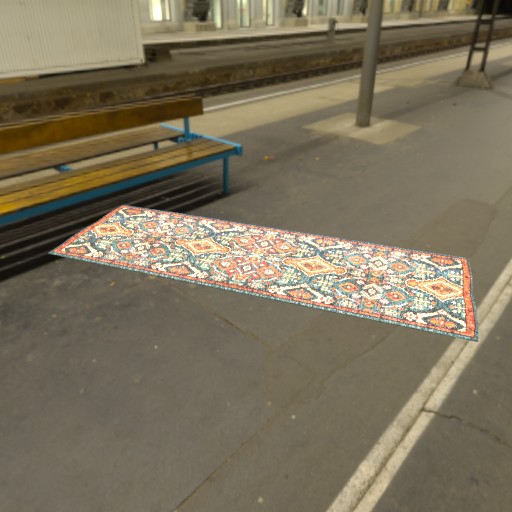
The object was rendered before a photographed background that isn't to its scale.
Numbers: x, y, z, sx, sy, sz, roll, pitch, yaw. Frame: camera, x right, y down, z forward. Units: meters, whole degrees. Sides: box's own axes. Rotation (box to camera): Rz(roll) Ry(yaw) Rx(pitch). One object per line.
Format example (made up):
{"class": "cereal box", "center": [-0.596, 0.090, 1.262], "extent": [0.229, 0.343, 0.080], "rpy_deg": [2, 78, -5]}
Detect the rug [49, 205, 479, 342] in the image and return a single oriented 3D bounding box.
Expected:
{"class": "rug", "center": [0.000, 0.000, 2.708], "extent": [2.459, 0.010, 0.801], "rpy_deg": [10, 31, 17]}
